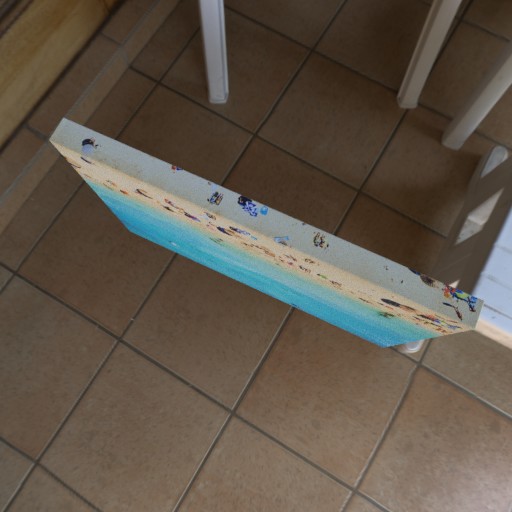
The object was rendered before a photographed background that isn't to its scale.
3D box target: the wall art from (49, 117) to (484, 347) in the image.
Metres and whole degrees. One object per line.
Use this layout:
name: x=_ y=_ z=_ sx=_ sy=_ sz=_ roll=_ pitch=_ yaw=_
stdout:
wall art: x=0.000 y=0.000 z=1.136 sx=0.894 sy=0.595 sz=0.057 roll=24 pitch=77 yaw=6
